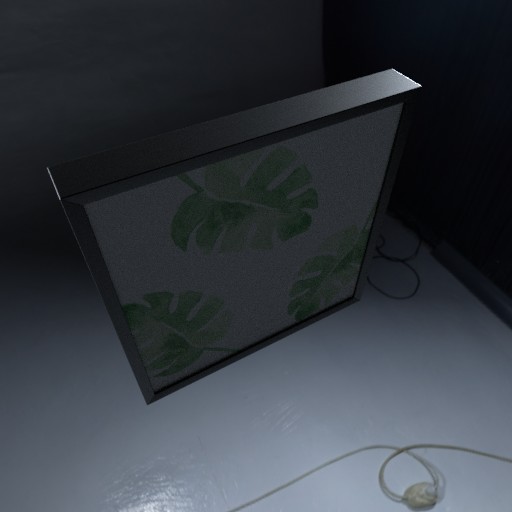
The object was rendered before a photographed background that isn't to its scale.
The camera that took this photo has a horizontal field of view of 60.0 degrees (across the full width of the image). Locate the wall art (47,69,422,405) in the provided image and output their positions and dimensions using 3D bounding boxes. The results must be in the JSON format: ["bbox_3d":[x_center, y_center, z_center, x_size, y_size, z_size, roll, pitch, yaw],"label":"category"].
[{"bbox_3d":[0.000,0.000,0.452,0.304,0.304,0.038,-22,51,-19],"label":"wall art"}]
